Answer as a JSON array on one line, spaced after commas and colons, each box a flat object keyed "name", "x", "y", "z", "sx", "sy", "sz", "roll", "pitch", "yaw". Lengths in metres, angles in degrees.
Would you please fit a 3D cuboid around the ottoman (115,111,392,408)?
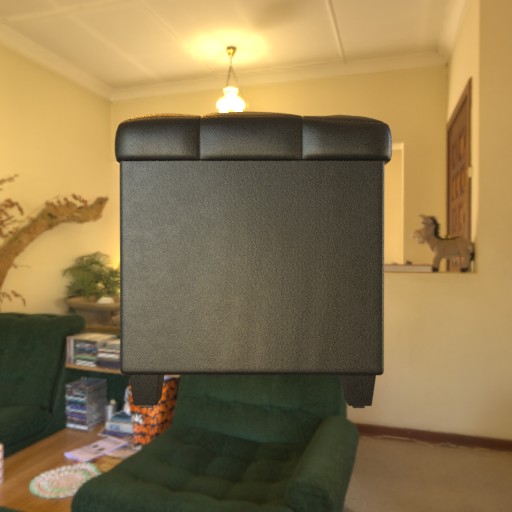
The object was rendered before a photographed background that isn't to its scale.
[{"name": "ottoman", "x": 0.000, "y": 0.000, "z": 1.078, "sx": 0.432, "sy": 0.470, "sz": 0.838, "roll": 0, "pitch": 1, "yaw": 0}]
